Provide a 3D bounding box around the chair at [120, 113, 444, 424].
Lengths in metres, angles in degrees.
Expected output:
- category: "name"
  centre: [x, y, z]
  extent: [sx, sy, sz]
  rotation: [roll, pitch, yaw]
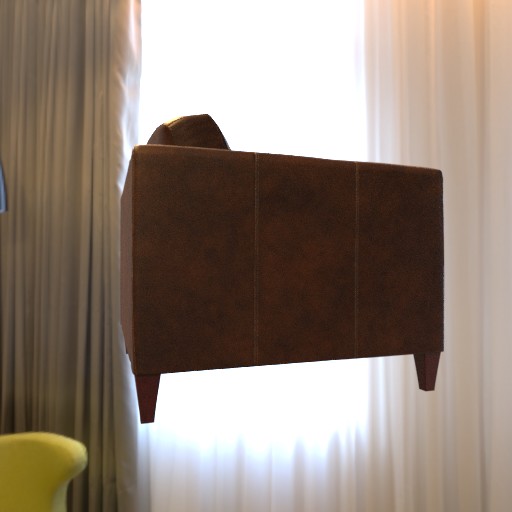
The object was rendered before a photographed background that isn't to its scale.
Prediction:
- category: "chair"
  centre: [0.000, 0.000, 1.707]
  extent: [0.975, 0.864, 0.990]
  rotation: [0, -1, -19]
